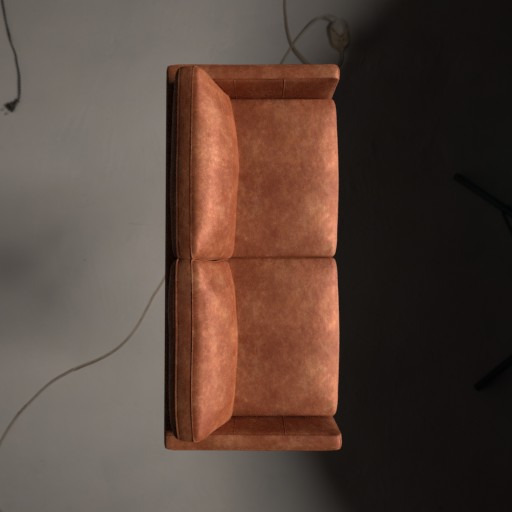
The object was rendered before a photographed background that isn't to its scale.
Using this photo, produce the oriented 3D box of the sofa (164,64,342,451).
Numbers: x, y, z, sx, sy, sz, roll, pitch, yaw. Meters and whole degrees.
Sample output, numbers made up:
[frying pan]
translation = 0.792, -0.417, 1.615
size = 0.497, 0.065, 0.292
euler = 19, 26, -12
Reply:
[sofa]
translation = 0.000, 0.000, 2.478
size = 0.923, 0.863, 1.971
euler = 0, 88, 0
